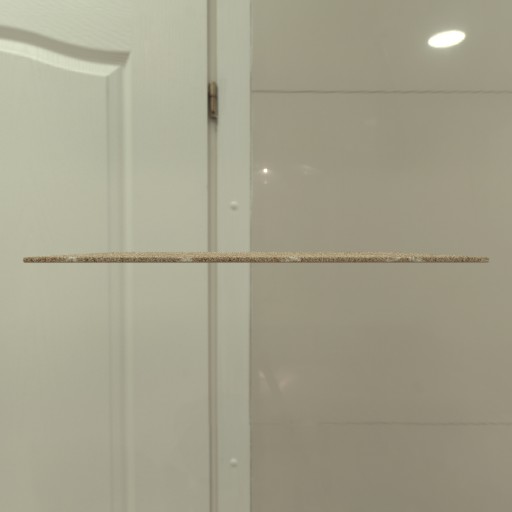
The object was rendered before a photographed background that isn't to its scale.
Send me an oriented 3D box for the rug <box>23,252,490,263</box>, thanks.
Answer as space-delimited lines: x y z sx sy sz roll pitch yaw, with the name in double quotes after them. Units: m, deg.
0.000 0.000 3.059 2.438 0.030 1.524 0 2 -1 "rug"
